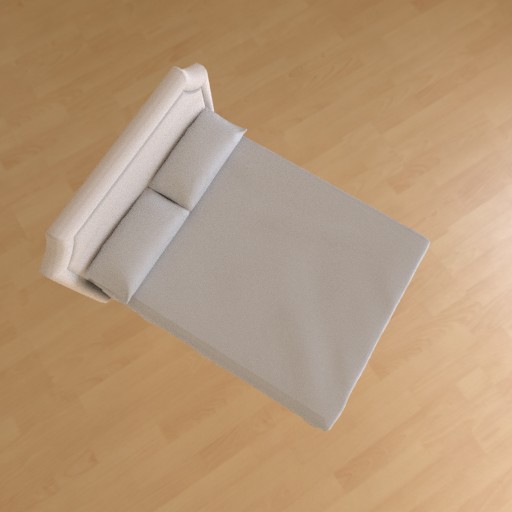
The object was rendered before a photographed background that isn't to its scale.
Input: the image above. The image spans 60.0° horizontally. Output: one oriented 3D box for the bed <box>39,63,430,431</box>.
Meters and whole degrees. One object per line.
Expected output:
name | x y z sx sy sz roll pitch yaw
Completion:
bed | 0.000 0.000 3.275 2.164 1.297 1.828 31 78 7
